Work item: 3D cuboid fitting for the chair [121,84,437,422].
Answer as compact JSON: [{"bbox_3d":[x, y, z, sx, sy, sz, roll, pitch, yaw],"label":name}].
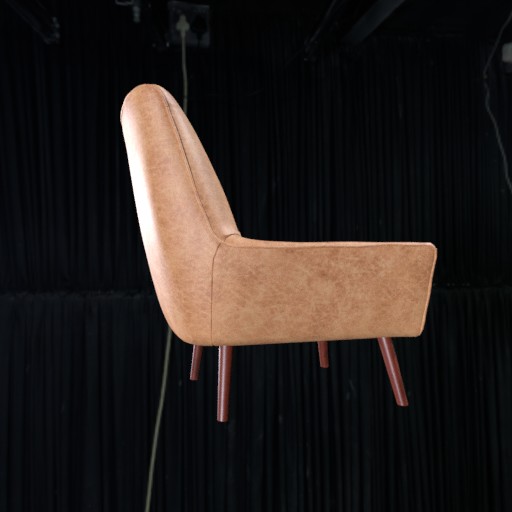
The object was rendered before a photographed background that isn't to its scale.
[{"bbox_3d":[0.000,0.000,1.448,0.851,0.883,0.753,0,-1,-18],"label":"chair"}]
